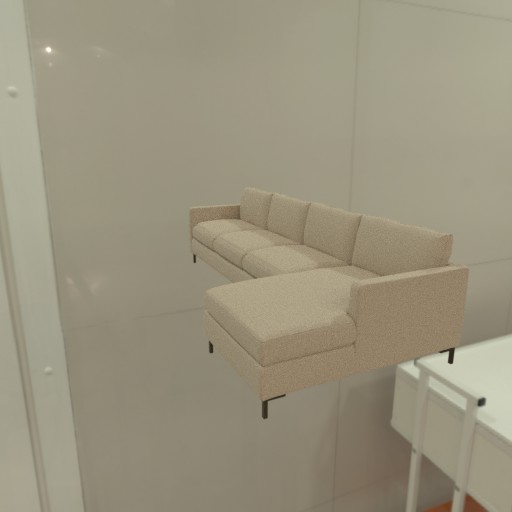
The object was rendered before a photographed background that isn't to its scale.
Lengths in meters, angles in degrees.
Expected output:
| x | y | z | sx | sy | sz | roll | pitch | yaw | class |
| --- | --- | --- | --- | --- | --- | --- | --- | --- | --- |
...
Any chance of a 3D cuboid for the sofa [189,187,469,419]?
| x | y | z | sx | sy | sz | roll | pitch | yaw | class |
| --- | --- | --- | --- | --- | --- | --- | --- | --- | --- |
| 0.000 | 0.000 | 3.296 | 1.258 | 0.755 | 2.731 | -7 | 16 | -24 | sofa |
